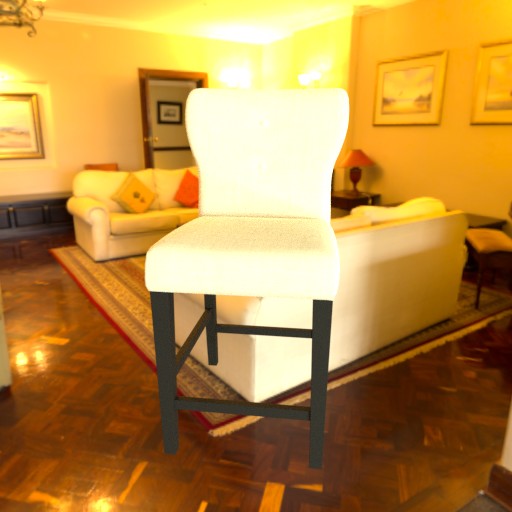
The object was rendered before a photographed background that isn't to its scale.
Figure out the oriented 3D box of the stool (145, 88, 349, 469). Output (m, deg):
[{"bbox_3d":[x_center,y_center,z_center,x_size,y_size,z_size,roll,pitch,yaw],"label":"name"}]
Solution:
[{"bbox_3d":[0.000,0.000,1.299,0.514,0.972,0.603,2,16,8],"label":"stool"}]
